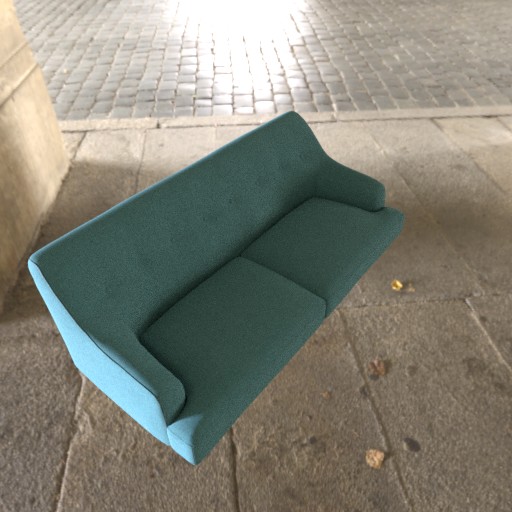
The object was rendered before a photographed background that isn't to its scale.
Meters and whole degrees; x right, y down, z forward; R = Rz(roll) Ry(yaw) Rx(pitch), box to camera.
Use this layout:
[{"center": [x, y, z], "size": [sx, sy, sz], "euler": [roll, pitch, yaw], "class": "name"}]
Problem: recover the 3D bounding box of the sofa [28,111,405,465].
[{"center": [0.000, 0.000, 2.523], "size": [0.978, 0.871, 2.057], "euler": [27, 47, 28], "class": "sofa"}]
